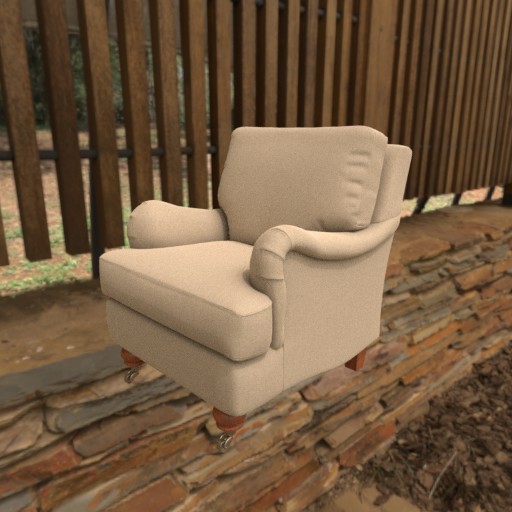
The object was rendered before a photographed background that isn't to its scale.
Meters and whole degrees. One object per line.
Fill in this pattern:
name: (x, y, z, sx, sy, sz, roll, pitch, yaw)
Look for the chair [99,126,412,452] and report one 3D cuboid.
chair: (0.000, 0.000, 1.911, 0.895, 1.076, 1.078, 15, 22, 42)
